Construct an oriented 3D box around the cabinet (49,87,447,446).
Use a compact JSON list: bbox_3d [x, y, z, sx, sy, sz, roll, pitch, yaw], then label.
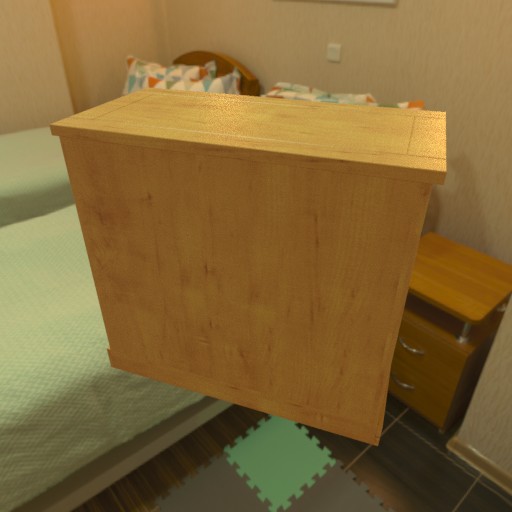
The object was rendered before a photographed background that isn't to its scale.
[{"bbox_3d":[0.000,0.000,1.364,0.920,0.840,0.450,11,34,17],"label":"cabinet"}]
